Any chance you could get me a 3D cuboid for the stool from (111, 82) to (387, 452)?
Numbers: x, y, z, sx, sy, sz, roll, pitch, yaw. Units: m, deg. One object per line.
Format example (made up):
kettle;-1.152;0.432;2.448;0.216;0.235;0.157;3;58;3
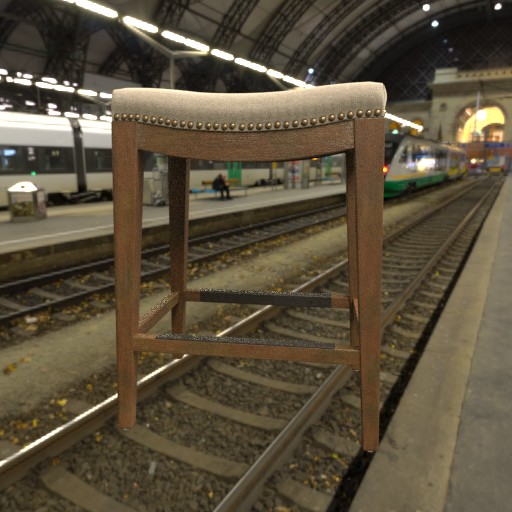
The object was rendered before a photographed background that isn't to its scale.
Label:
stool;0.000;0.000;0.959;0.508;0.660;0.356;2;12;8
